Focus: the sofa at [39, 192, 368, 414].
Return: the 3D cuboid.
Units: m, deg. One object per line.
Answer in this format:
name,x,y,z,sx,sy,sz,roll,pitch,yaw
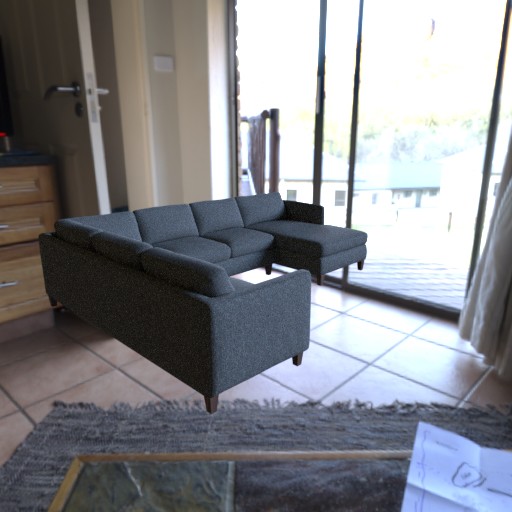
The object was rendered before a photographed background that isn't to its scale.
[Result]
sofa,0.000,0.000,4.389,3.238,0.853,2.551,-15,21,-43
